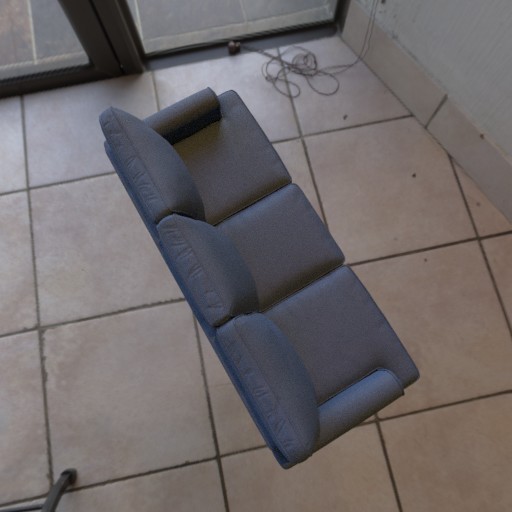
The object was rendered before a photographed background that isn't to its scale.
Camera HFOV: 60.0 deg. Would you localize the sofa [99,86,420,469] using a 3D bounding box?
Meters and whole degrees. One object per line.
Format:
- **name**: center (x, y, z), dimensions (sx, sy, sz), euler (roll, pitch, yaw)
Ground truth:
- **sofa**: center (0.000, 0.000, 2.624), dimensions (0.951, 0.965, 2.158), euler (-30, 78, -7)
